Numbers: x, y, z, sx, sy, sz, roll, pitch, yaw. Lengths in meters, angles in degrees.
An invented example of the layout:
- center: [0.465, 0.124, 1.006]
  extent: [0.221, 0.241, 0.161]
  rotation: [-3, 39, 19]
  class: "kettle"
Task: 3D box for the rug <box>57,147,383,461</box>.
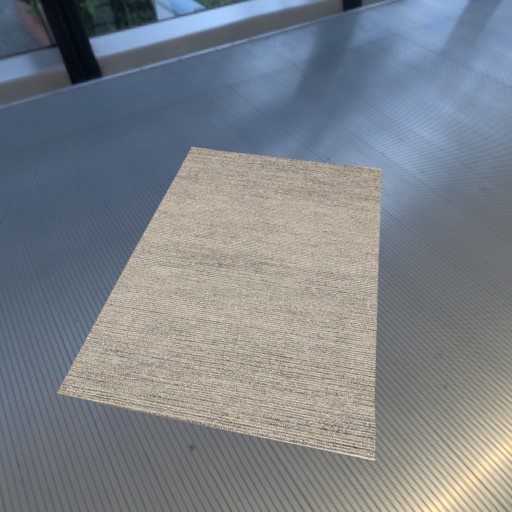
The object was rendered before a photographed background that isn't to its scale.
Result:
- center: [0.000, 0.000, 2.913]
  extent: [1.604, 0.030, 2.307]
  rotation: [9, 47, 8]
  class: "rug"
